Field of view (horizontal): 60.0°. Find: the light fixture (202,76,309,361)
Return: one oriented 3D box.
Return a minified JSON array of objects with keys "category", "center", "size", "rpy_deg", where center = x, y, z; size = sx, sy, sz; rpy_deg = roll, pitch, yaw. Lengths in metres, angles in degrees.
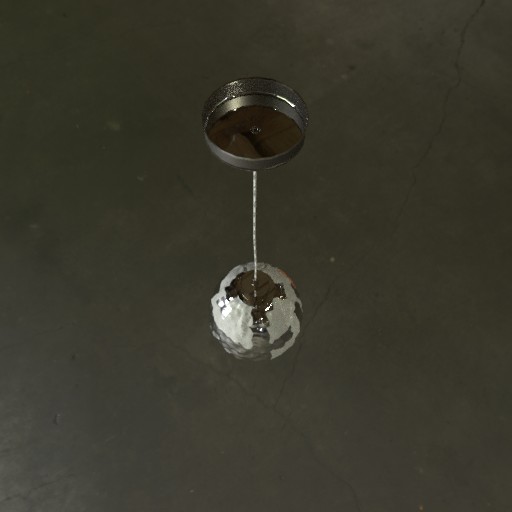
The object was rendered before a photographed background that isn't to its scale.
[{"category":"light fixture","center":[0.000,0.000,1.721],"size":[0.500,1.511,0.496],"rpy_deg":[35,69,15]}]
